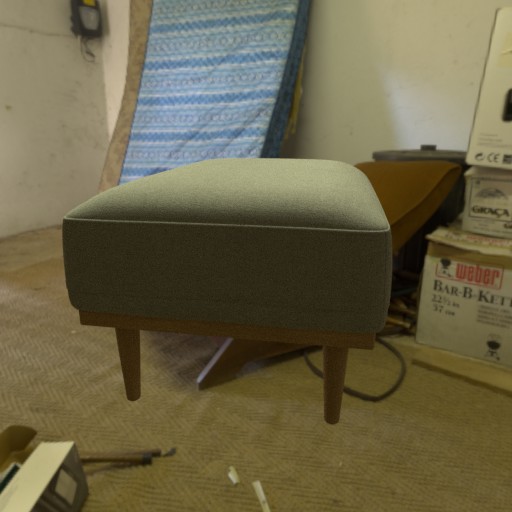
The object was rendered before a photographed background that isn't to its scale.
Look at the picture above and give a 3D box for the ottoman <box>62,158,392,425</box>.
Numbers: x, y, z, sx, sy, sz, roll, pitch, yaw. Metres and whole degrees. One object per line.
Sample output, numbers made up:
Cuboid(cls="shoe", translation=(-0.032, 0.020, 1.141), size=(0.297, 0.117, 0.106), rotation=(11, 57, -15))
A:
Cuboid(cls="ottoman", translation=(0.000, 0.000, 1.062), size=(0.549, 0.428, 0.749), rotation=(3, 17, 10))
